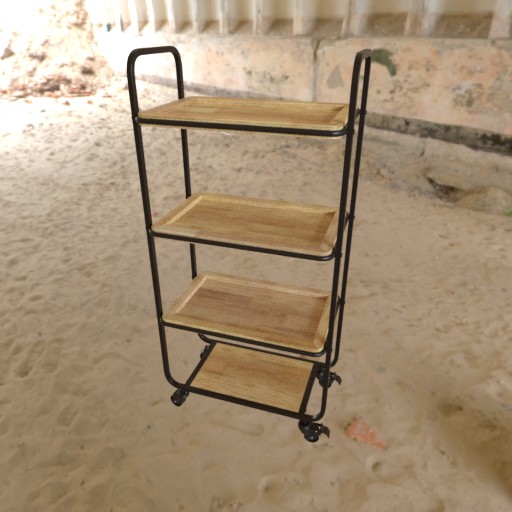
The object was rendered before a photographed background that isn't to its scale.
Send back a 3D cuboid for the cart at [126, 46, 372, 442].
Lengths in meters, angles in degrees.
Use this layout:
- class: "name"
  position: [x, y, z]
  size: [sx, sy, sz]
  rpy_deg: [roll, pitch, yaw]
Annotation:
- class: "cart"
  position: [0.000, 0.000, 1.273]
  size: [0.545, 1.080, 0.321]
  rpy_deg: [9, 29, 16]
